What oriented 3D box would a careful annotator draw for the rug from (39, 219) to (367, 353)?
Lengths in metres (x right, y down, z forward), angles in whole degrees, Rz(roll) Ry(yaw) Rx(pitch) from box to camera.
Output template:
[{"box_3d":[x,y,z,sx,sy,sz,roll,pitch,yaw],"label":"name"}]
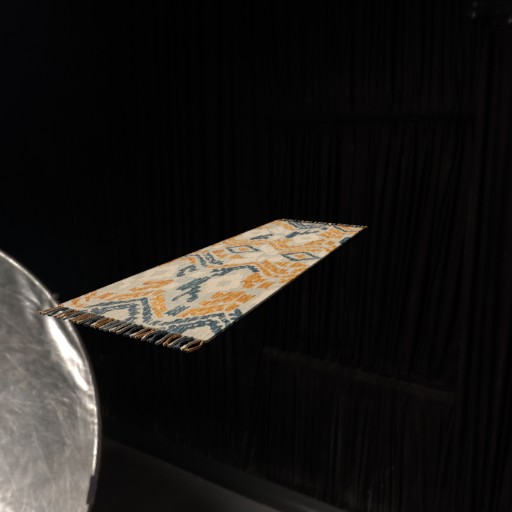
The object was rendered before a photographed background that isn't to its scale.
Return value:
[{"box_3d":[0.000,0.000,2.700,0.783,0.010,2.437,8,17,26],"label":"rug"}]
